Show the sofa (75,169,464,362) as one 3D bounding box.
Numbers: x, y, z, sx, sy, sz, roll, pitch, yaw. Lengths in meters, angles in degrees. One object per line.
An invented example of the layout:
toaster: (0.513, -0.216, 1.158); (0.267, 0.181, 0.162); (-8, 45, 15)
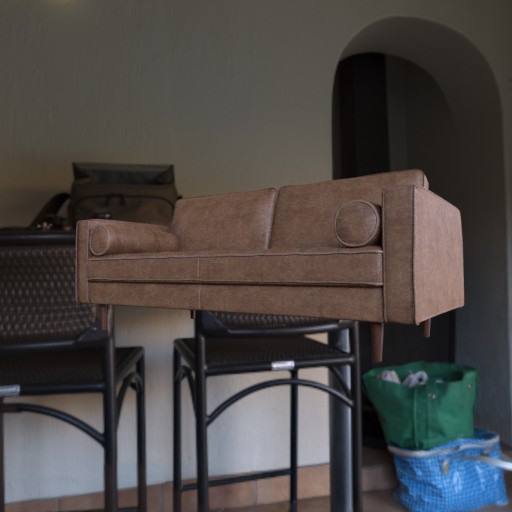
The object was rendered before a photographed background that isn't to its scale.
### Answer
sofa: (0.000, 0.000, 2.371); (1.920, 0.825, 0.924); (-1, -3, 34)
